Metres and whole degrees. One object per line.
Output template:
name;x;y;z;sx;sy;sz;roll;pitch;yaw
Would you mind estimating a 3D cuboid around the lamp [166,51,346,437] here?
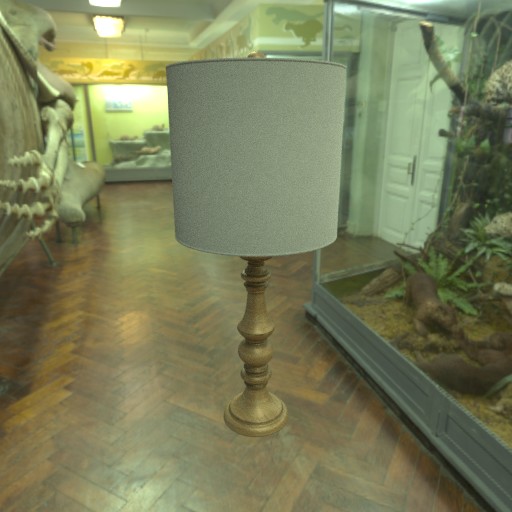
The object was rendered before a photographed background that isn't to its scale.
lamp;0.000;0.000;0.706;0.250;0.597;0.250;16;23;41
